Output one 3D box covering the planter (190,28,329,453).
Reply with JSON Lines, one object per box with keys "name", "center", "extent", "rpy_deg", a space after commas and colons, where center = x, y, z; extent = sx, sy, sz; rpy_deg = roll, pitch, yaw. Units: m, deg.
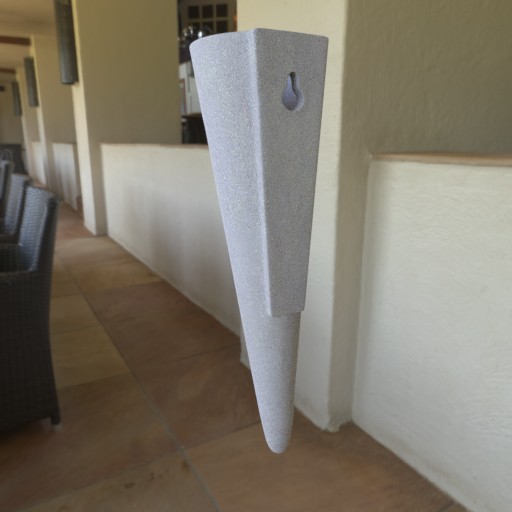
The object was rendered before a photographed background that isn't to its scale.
{"name": "planter", "center": [0.000, 0.000, 0.298], "extent": [0.078, 0.259, 0.087], "rpy_deg": [-7, 16, -26]}
